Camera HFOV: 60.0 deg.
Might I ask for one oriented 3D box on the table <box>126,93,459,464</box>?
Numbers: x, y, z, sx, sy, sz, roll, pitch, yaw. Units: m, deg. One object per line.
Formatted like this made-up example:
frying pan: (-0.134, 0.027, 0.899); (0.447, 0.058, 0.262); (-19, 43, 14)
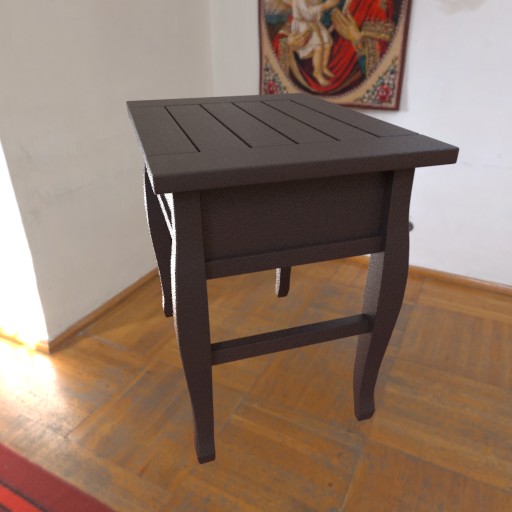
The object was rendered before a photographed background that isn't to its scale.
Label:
table: (0.000, 0.000, 1.006); (0.460, 0.605, 0.602); (-8, 29, -15)
